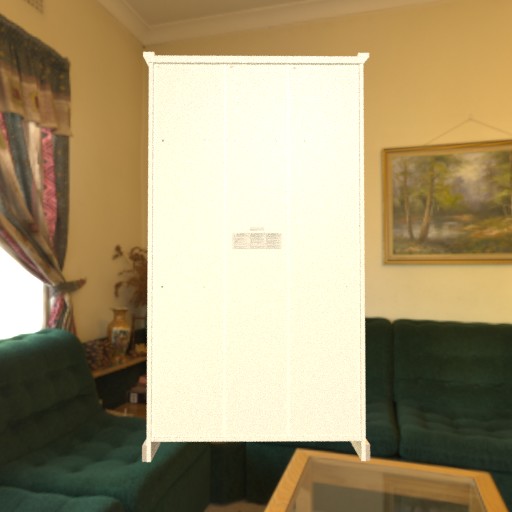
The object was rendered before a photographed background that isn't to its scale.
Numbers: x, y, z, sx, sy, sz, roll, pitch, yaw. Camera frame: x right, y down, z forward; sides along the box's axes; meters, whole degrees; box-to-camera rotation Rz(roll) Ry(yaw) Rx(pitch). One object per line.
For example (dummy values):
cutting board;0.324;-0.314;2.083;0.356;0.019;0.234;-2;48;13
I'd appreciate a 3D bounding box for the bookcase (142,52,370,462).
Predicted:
bookcase;0.000;0.000;2.248;1.050;1.880;0.432;0;-1;-1
